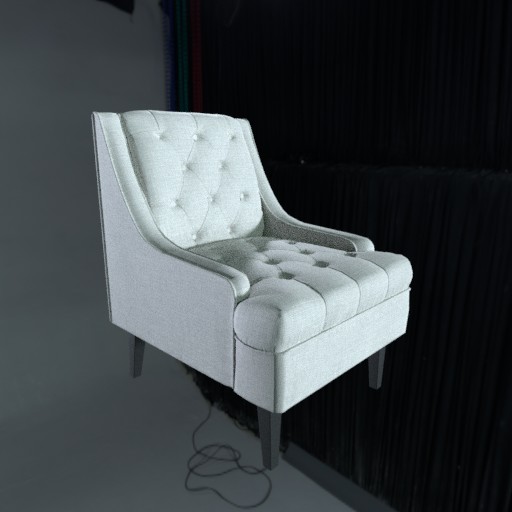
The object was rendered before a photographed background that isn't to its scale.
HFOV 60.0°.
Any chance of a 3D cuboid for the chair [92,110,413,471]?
[{"bbox_3d":[0.000,0.000,1.396,0.772,0.891,0.658,14,20,42],"label":"chair"}]
